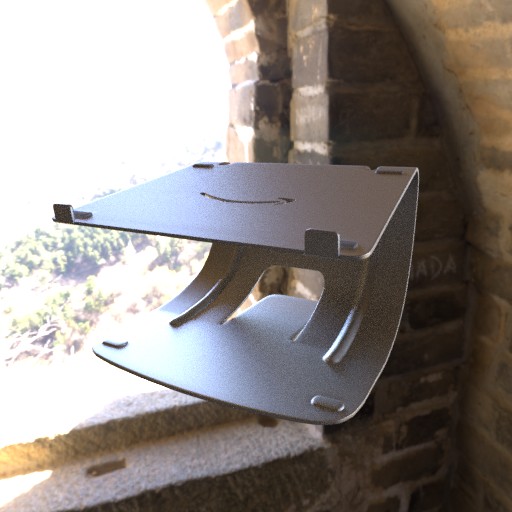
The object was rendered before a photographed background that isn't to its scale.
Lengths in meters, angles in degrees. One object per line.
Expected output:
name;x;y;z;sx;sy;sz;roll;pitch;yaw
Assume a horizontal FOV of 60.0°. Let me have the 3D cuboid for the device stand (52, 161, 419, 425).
device stand;0.000;0.000;0.401;0.256;0.155;0.236;8;17;27
